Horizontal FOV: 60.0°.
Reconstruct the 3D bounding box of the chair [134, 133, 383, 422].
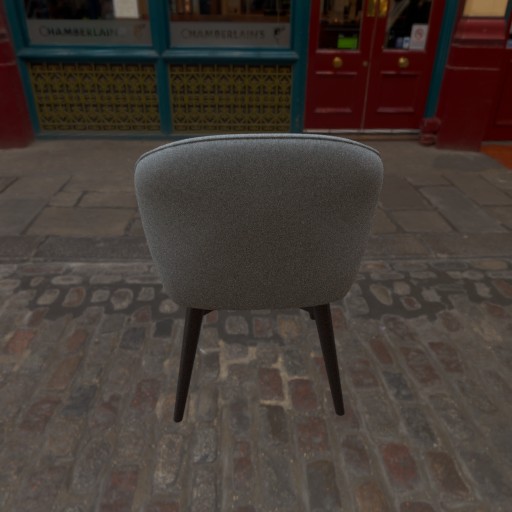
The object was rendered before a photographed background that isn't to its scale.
[{"bbox_3d":[0.000,0.000,1.251,0.589,0.810,0.611,-1,28,-3],"label":"chair"}]
